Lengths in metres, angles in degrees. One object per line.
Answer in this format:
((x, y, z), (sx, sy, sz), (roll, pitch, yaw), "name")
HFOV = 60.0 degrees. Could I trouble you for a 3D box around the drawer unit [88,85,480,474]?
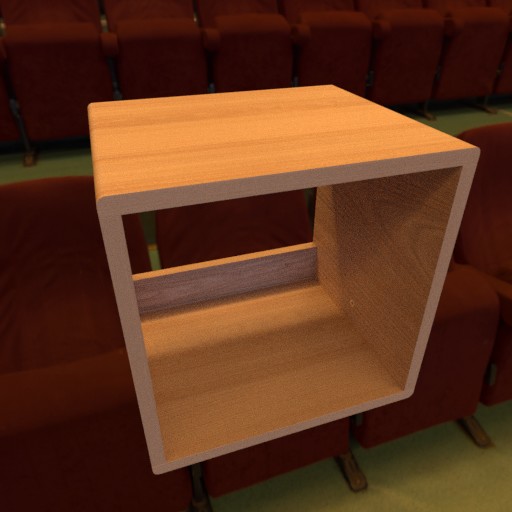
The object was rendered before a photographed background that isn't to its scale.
((0.000, 0.000, 0.572), (0.344, 0.344, 0.290), (-10, 34, -16), "drawer unit")
